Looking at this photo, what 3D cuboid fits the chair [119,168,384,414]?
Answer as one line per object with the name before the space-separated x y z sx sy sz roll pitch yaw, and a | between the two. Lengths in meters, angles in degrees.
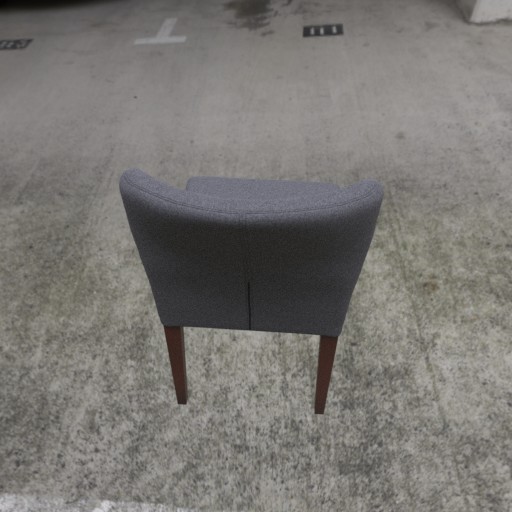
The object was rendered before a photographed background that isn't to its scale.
chair | 0.000 0.000 1.193 0.491 0.839 0.592 3 48 3
